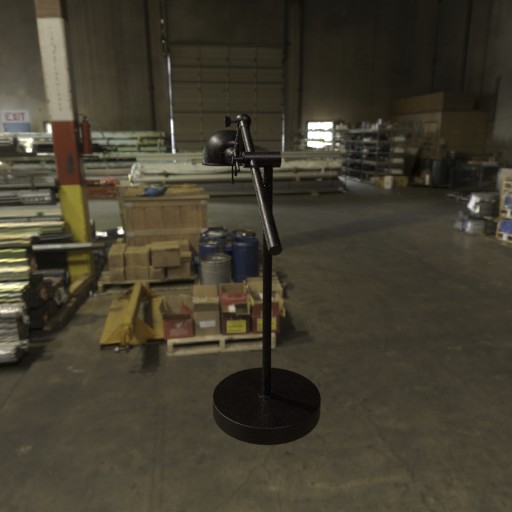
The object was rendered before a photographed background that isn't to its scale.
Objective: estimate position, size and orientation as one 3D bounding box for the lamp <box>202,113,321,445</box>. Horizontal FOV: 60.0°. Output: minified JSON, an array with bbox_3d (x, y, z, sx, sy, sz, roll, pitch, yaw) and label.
[{"bbox_3d":[0.000,0.000,0.810,0.185,0.495,0.567,-3,15,-9],"label":"lamp"}]
